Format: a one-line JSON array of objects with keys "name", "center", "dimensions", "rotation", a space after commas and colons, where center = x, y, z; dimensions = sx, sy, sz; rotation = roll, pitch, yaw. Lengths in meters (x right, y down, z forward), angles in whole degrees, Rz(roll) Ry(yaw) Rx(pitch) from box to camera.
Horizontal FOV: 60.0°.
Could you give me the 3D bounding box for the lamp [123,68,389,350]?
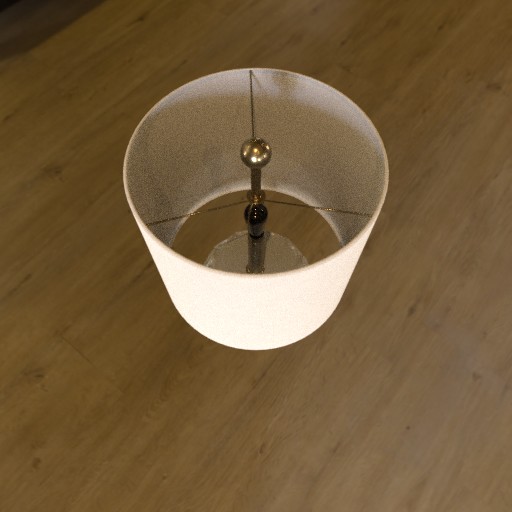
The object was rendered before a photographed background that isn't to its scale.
[{"name": "lamp", "center": [0.000, 0.000, 0.608], "dimensions": [0.254, 0.452, 0.254], "rotation": [0, 62, 0]}]
